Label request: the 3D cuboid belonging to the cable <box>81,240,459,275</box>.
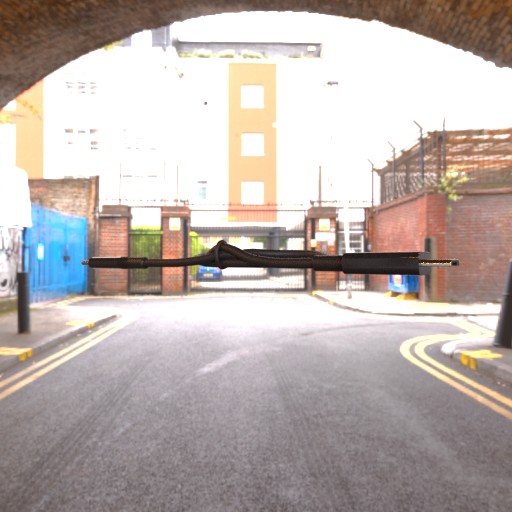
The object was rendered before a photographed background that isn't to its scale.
[{"bbox_3d":[0.000,0.000,0.213,0.192,0.014,0.070,-1,-1,37],"label":"cable"}]
